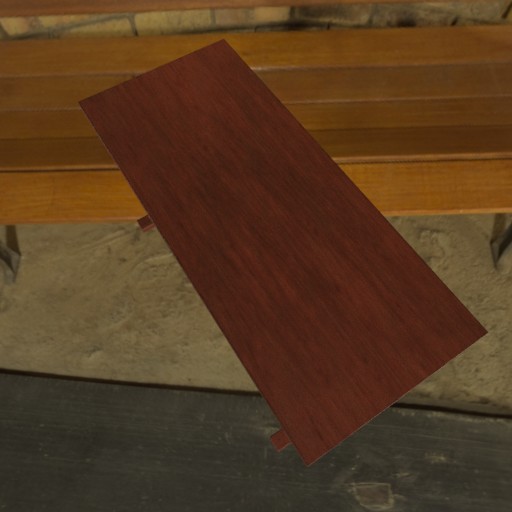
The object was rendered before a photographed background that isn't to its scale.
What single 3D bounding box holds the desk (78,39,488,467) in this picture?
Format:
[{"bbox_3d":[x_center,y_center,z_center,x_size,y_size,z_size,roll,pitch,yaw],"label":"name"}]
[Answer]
[{"bbox_3d":[0.000,0.000,1.708,0.600,0.761,1.372,-30,68,-14],"label":"desk"}]
